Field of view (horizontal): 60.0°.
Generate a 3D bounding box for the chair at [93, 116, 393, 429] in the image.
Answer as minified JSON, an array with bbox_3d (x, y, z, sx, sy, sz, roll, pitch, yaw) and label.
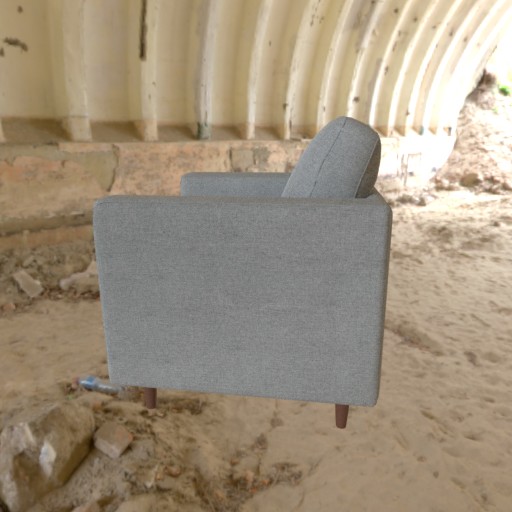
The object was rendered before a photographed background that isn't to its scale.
[{"bbox_3d":[0.000,0.000,1.553,0.800,0.927,0.855,3,16,9],"label":"chair"}]
